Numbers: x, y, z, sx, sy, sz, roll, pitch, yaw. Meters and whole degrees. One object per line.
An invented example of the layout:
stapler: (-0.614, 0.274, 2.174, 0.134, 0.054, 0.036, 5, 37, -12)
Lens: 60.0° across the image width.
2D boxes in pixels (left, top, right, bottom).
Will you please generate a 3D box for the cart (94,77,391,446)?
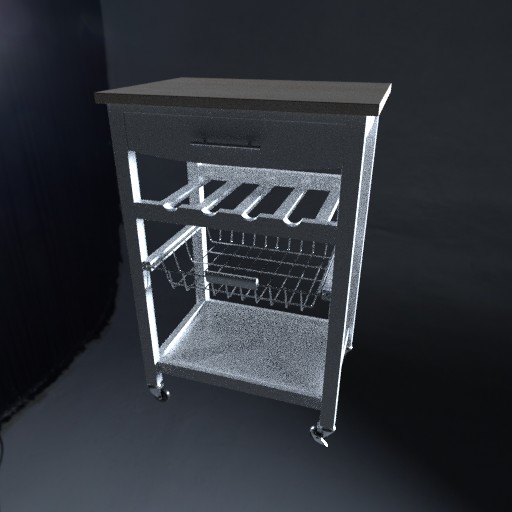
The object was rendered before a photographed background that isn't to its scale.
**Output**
cart: (0.000, 0.000, 1.201, 0.578, 0.857, 0.406, 8, 27, 16)
